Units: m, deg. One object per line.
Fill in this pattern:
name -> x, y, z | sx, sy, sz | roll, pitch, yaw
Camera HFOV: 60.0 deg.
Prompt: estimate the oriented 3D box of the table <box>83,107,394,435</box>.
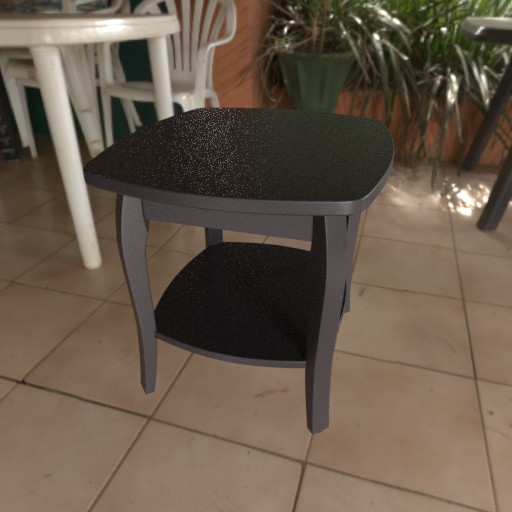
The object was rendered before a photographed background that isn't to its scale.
table -> 0.000, 0.000, 0.869 | 0.457, 0.457, 0.508 | 8, 31, 14
